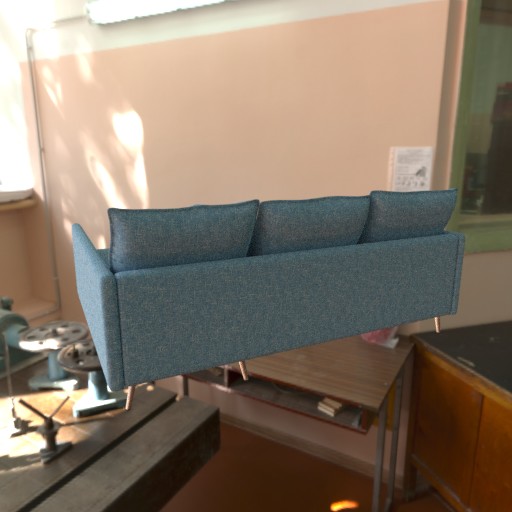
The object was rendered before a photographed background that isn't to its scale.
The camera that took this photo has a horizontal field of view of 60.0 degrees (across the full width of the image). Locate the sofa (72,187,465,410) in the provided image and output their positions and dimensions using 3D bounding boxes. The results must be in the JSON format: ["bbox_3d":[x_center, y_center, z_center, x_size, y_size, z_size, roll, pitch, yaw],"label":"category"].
[{"bbox_3d":[0.000,0.000,2.791,2.034,0.899,1.420,-7,15,-26],"label":"sofa"}]
